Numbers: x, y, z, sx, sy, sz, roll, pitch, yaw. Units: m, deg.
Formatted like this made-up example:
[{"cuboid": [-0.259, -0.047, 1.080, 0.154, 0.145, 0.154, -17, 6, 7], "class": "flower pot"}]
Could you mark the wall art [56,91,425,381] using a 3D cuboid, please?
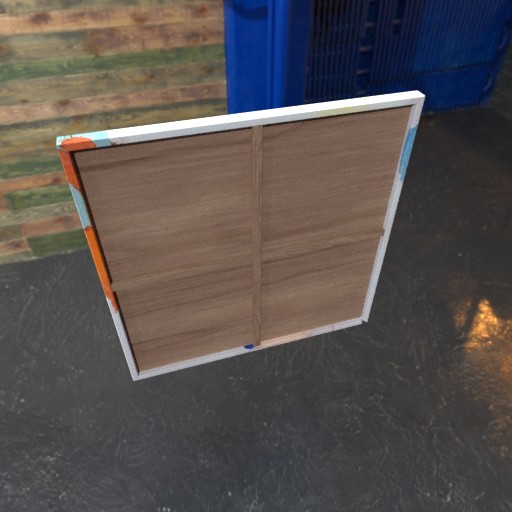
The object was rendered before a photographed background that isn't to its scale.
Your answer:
[{"cuboid": [0.000, 0.000, 1.528, 1.017, 1.017, 0.044, -11, 43, -13], "class": "wall art"}]
